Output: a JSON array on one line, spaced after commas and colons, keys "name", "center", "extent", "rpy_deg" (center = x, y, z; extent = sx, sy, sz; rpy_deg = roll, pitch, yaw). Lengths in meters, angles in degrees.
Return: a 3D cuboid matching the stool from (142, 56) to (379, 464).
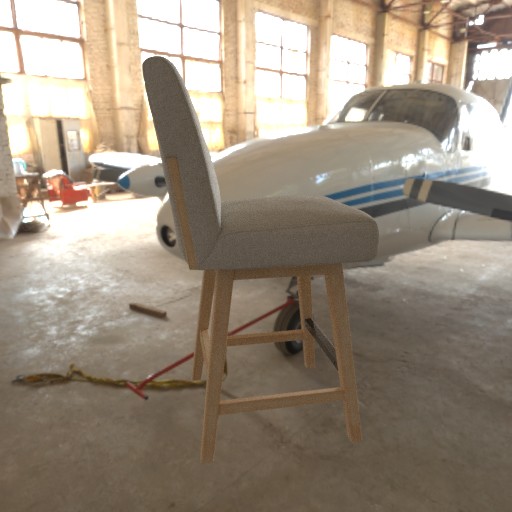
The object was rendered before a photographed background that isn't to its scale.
[{"name": "stool", "center": [0.000, 0.000, 1.386], "extent": [0.606, 1.085, 0.507], "rpy_deg": [-3, 16, -11]}]
